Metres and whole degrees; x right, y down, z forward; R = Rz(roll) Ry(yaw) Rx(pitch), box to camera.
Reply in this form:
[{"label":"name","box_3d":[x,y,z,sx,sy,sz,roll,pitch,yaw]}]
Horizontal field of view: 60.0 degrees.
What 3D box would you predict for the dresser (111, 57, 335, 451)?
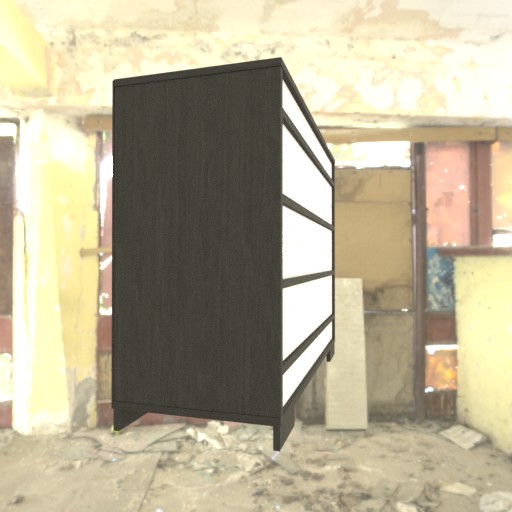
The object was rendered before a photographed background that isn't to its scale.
[{"label":"dresser","box_3d":[0.000,0.000,1.448,0.404,0.816,0.994,0,-1,16]}]
